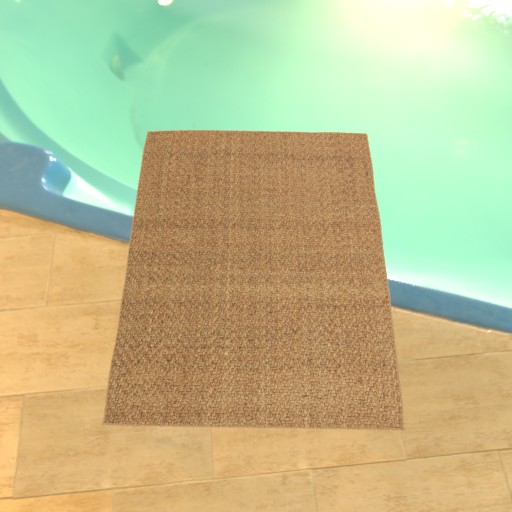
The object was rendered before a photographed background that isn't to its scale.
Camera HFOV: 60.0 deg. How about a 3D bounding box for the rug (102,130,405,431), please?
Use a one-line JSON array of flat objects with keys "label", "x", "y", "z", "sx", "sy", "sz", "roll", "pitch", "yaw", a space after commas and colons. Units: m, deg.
[{"label": "rug", "x": 0.000, "y": 0.000, "z": 4.181, "sx": 2.439, "sy": 0.013, "sz": 3.048, "roll": 1, "pitch": 64, "yaw": 0}]
